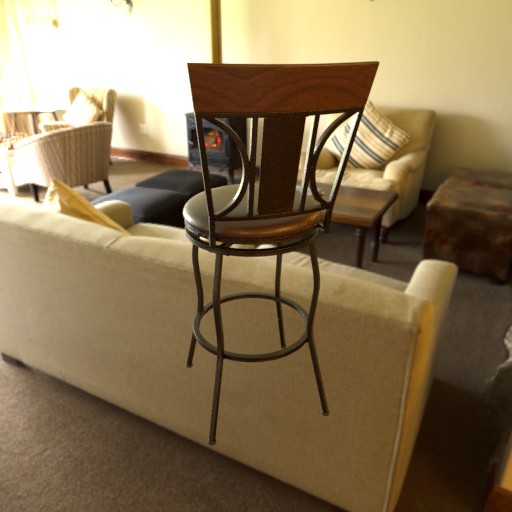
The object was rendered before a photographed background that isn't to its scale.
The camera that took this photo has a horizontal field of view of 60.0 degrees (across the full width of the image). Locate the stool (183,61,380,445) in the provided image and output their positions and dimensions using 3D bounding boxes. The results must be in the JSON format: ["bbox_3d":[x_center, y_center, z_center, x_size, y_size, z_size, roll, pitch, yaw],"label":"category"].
[{"bbox_3d":[0.000,0.000,1.397,0.448,1.130,0.513,-8,26,-16],"label":"stool"}]
